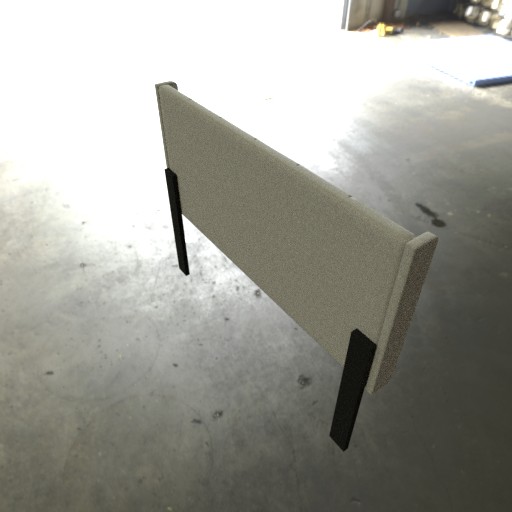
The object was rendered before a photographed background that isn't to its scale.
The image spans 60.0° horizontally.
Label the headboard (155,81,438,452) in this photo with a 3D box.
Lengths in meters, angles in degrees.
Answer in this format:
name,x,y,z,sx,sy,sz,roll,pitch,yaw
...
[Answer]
name,x,y,z,sx,sy,sz,roll,pitch,yaw
headboard,0.000,0.000,2.704,0.184,1.524,2.051,-25,46,-27
